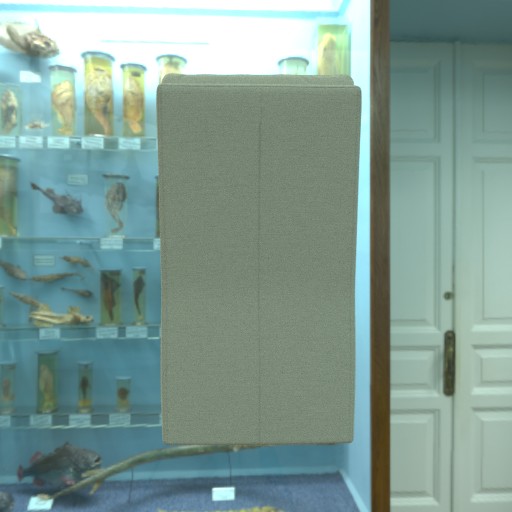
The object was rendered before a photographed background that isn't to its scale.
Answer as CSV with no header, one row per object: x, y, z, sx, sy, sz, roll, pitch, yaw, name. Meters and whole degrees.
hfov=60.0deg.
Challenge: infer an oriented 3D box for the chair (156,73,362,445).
0.000,0.000,1.355,0.503,0.927,0.698,0,0,-1,chair
